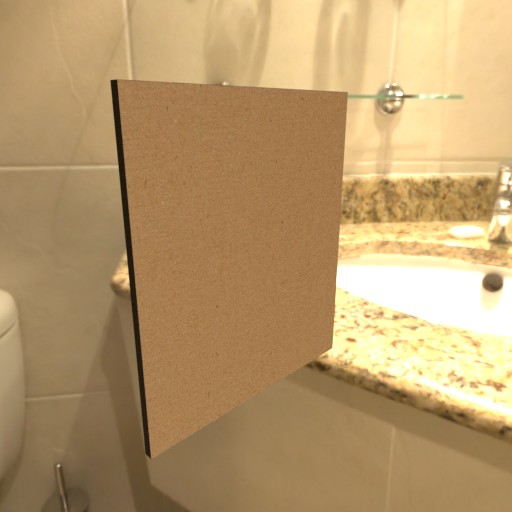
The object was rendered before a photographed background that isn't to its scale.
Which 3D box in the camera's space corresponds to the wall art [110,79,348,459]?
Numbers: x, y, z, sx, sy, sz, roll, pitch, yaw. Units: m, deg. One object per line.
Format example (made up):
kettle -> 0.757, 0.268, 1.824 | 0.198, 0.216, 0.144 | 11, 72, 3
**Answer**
wall art -> 0.000, 0.000, 1.213 | 0.028, 0.863, 0.755 | 17, 24, 42
